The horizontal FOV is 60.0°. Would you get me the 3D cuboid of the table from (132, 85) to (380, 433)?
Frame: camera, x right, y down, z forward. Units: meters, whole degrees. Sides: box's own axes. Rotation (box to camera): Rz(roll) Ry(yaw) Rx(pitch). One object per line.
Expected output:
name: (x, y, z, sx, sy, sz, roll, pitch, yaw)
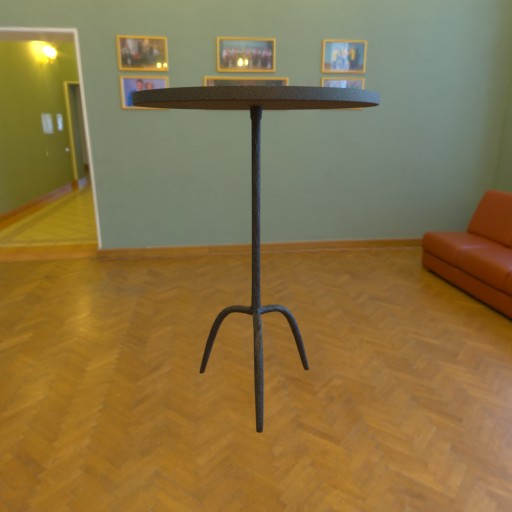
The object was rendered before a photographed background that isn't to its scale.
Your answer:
table: (0.000, 0.000, 1.027, 0.502, 0.700, 0.502, -3, 17, -9)
